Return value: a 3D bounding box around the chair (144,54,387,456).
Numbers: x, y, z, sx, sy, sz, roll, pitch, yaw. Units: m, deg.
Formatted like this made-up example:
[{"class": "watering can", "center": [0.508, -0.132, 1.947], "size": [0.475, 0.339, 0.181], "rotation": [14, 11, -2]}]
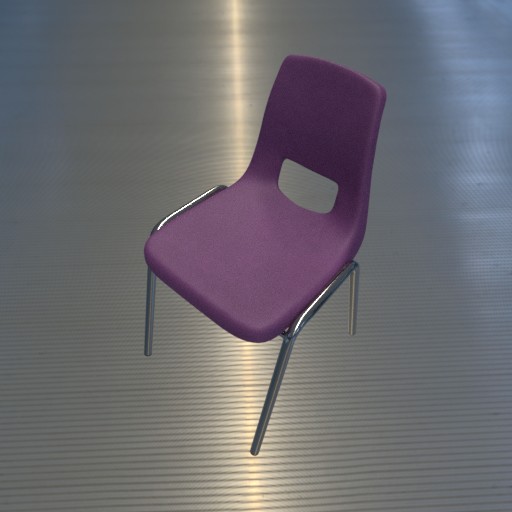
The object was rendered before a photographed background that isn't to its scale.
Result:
[{"class": "chair", "center": [0.000, 0.000, 0.905], "size": [0.381, 0.654, 0.432], "rotation": [33, 55, 27]}]
